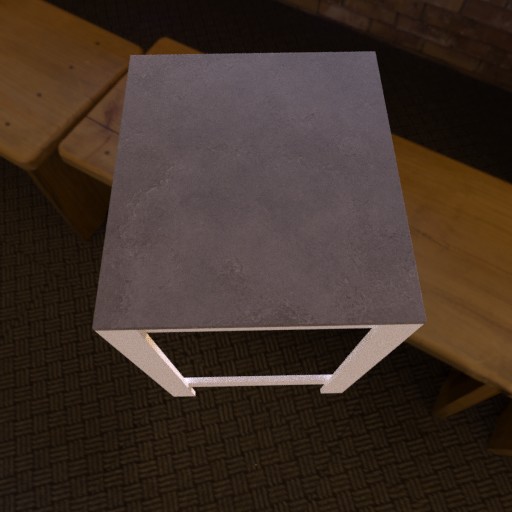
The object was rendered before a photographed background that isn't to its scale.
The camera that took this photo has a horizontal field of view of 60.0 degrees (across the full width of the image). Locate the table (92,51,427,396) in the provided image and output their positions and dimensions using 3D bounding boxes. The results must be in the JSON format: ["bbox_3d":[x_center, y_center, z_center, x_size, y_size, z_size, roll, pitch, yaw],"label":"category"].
[{"bbox_3d":[0.000,0.000,1.558,0.700,1.020,0.800,-1,65,-1],"label":"table"}]
